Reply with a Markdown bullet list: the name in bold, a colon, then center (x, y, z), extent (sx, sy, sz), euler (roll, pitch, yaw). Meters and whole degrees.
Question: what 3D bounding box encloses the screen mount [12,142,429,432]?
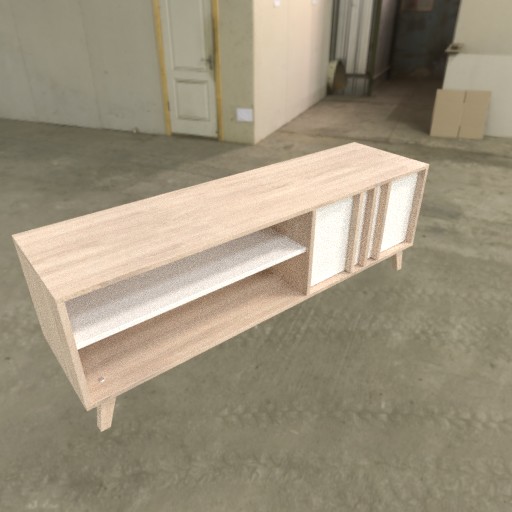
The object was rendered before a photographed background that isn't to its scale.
- **screen mount**: center (0.000, 0.000, 1.687), extent (1.500, 0.510, 0.400), euler (-22, 37, -32)
